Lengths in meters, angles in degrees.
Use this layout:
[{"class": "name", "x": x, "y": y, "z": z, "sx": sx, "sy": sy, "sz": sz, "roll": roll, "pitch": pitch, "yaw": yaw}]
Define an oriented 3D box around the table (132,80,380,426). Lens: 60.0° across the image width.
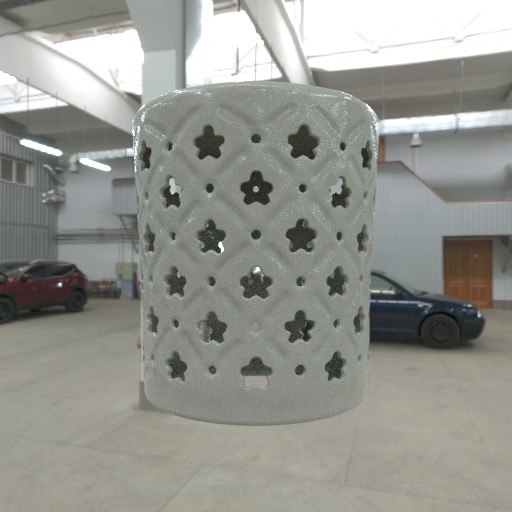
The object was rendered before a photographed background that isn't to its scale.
[{"class": "table", "x": 0.000, "y": 0.000, "z": 0.651, "sx": 0.352, "sy": 0.387, "sz": 0.352, "roll": 0, "pitch": -1, "yaw": 0}]
